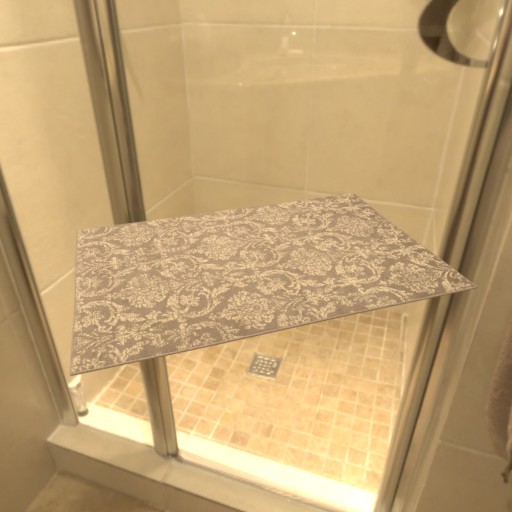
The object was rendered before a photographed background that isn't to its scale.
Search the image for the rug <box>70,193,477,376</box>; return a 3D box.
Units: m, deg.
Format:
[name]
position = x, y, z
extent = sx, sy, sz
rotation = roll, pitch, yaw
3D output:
[rug]
position = 0.000, 0.000, 3.545
extent = 2.746, 0.018, 1.819
rotation = -9, 32, -15
